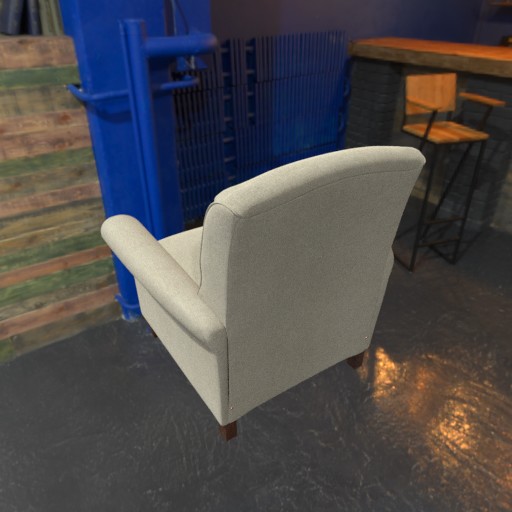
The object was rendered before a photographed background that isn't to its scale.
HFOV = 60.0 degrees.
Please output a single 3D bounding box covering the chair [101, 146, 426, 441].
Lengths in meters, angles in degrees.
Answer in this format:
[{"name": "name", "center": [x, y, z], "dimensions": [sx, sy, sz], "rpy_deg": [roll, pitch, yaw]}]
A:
[{"name": "chair", "center": [0.000, 0.000, 1.799], "dimensions": [0.978, 1.061, 0.905], "rpy_deg": [-19, 36, -28]}]
